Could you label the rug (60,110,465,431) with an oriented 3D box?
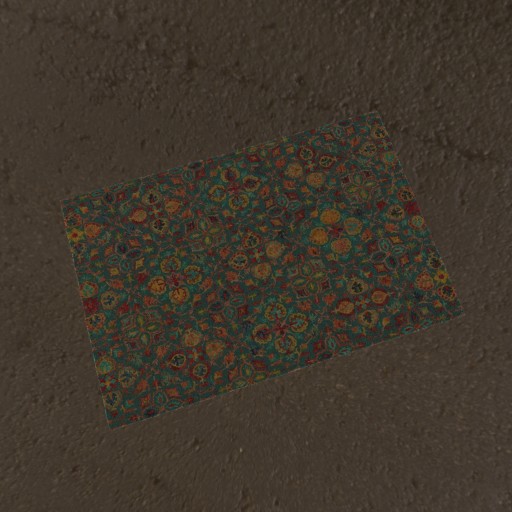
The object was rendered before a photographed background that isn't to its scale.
[{"bbox_3d":[0.000,0.000,2.886,2.290,0.016,1.527,-17,76,-4],"label":"rug"}]
